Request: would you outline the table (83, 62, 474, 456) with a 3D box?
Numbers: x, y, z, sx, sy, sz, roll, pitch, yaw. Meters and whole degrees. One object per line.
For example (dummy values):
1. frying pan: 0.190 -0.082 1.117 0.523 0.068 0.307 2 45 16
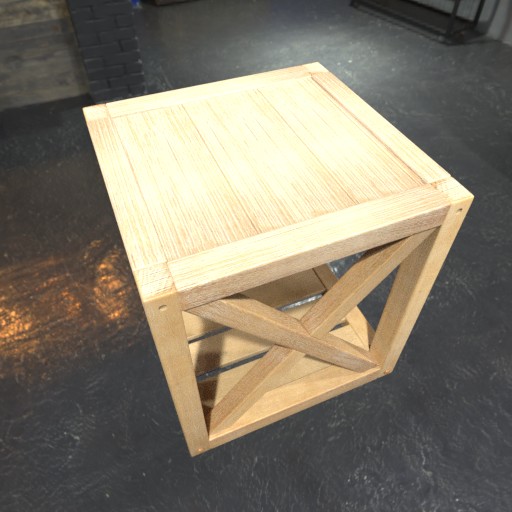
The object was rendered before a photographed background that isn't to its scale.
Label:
1. table: 0.000 0.000 1.054 0.559 0.610 0.558 -17 50 -15
